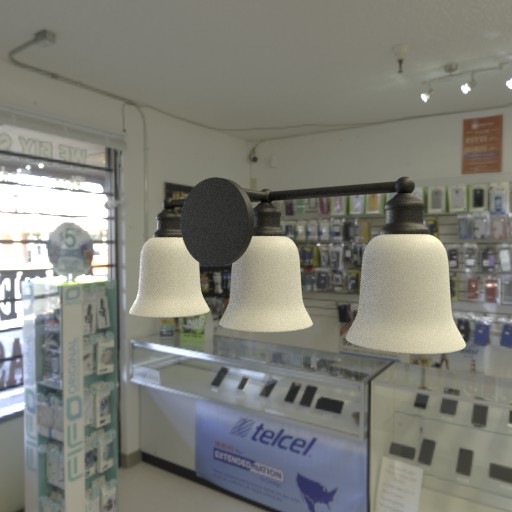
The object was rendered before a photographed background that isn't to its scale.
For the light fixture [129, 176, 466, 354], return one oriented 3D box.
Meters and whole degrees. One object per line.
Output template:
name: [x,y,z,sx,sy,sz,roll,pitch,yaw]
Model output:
light fixture: [0.000,0.000,0.666,0.570,0.211,0.198,1,2,35]
